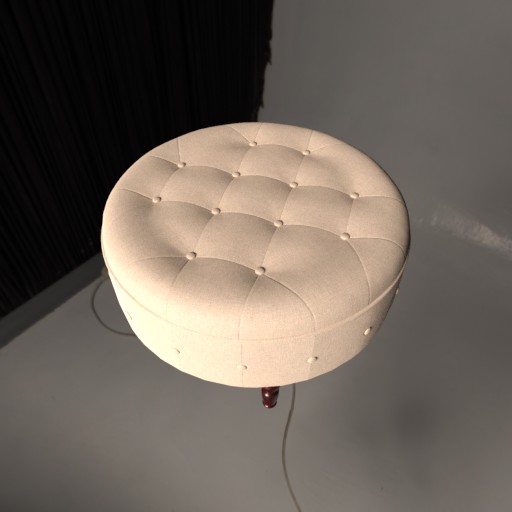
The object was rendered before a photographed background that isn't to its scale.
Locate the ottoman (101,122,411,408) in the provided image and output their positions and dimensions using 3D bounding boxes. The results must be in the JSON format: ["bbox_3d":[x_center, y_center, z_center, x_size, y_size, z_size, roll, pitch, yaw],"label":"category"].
[{"bbox_3d":[0.000,0.000,1.369,0.848,0.494,0.848,0,46,0],"label":"ottoman"}]
